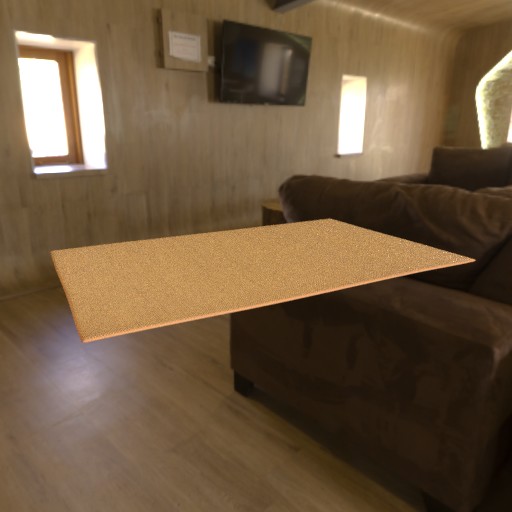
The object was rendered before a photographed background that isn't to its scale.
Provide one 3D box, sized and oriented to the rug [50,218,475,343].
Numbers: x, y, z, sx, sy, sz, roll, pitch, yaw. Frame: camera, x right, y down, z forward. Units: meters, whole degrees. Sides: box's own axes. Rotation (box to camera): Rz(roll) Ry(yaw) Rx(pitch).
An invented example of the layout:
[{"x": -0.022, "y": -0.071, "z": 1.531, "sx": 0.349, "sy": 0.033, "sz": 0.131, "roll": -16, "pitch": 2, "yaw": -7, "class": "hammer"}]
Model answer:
[{"x": 0.000, "y": 0.000, "z": 2.063, "sx": 1.678, "sy": 0.013, "sz": 1.078, "roll": -9, "pitch": 18, "yaw": -27, "class": "rug"}]
